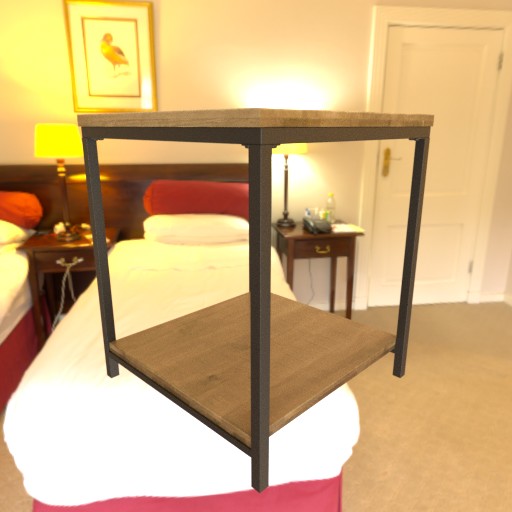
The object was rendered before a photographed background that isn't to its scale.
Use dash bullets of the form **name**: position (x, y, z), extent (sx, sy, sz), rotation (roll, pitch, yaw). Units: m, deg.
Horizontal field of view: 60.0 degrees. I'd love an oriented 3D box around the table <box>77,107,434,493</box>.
- **table**: position (0.000, 0.000, 0.968), extent (0.507, 0.589, 0.503), rotation (15, 22, 42)
